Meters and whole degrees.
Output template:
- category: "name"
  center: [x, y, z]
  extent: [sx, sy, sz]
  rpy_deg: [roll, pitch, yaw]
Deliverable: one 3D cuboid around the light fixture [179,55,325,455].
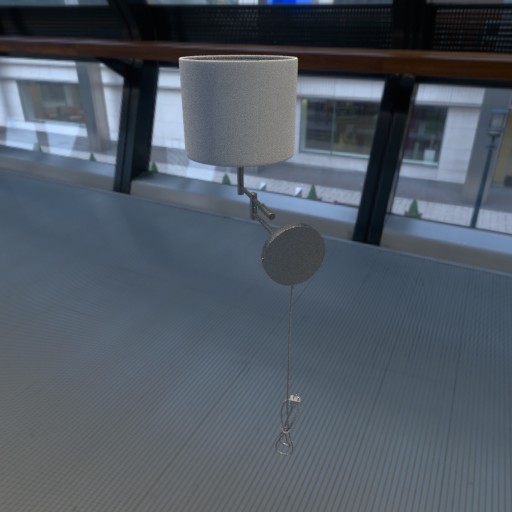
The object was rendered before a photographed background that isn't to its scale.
- category: "light fixture"
  center: [0.000, 0.000, 1.041]
  extent: [0.253, 0.842, 0.479]
  rpy_deg: [-9, 28, -17]
